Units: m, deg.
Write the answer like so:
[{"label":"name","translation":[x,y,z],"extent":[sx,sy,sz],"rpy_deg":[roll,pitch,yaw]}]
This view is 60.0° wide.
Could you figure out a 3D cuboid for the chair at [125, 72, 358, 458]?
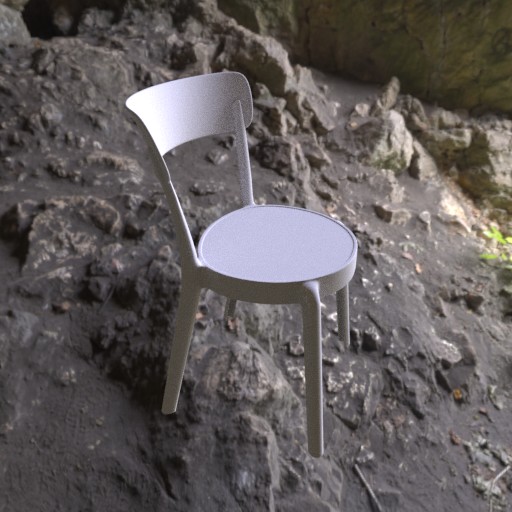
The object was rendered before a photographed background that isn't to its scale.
[{"label":"chair","translation":[0.000,0.000,1.115],"extent":[0.491,0.790,0.506],"rpy_deg":[10,32,16]}]
